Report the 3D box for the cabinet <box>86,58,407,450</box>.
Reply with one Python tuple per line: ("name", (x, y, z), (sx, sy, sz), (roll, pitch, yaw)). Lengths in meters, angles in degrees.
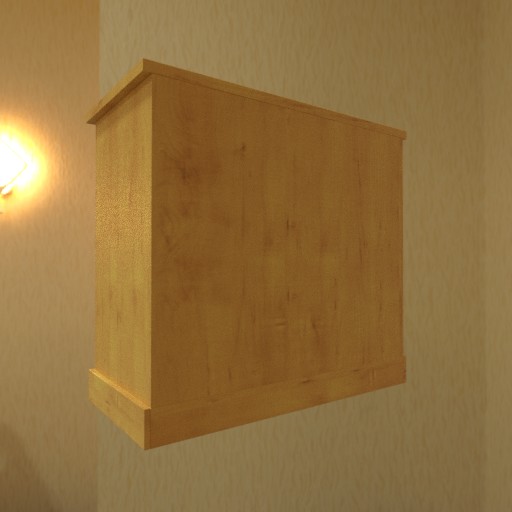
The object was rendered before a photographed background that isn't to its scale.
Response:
("cabinet", (0.000, 0.000, 1.396), (0.920, 0.840, 0.450), (0, -1, -36))
